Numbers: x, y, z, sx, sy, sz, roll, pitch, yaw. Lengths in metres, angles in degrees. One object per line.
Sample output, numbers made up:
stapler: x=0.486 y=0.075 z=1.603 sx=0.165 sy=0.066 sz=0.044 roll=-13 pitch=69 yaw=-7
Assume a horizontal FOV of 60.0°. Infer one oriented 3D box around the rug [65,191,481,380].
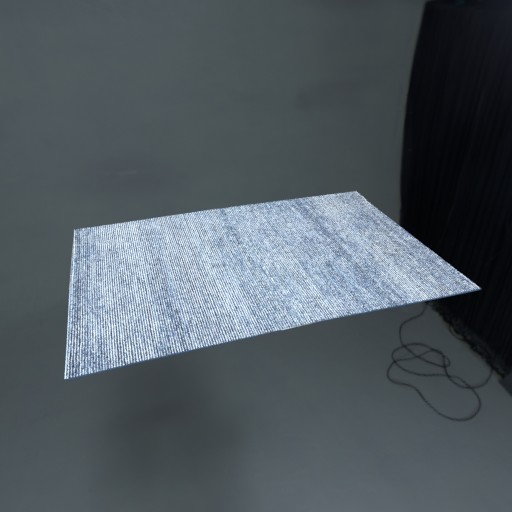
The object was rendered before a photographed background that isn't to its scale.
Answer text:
rug: x=0.000 y=0.000 z=2.259 sx=1.793 sy=0.025 sz=1.159 roll=-9 pitch=33 yaw=-15
